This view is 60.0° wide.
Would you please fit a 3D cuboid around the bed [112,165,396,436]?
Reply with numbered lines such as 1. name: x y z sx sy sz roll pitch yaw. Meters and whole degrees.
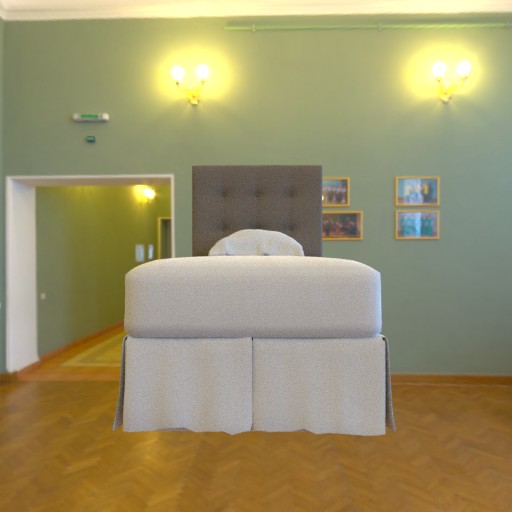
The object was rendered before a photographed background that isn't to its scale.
1. bed: 0.000 0.000 2.922 1.261 1.571 1.997 0 0 1
